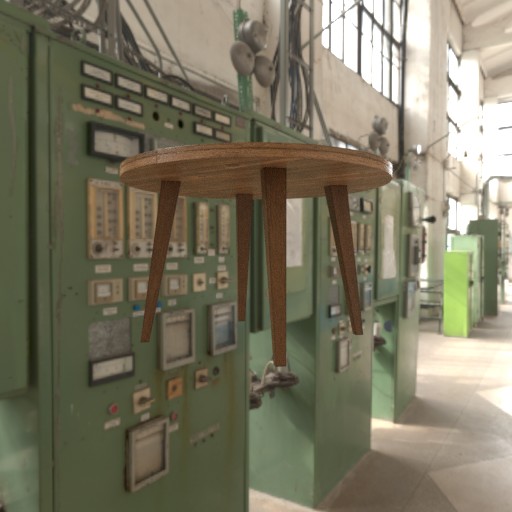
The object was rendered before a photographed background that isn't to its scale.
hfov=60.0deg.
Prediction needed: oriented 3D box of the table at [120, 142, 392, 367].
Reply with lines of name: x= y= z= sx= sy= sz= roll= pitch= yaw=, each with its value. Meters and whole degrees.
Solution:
table: x=0.000 y=0.000 z=2.067 sx=1.213 sy=0.764 sz=1.213 roll=0 pitch=1 yaw=0
